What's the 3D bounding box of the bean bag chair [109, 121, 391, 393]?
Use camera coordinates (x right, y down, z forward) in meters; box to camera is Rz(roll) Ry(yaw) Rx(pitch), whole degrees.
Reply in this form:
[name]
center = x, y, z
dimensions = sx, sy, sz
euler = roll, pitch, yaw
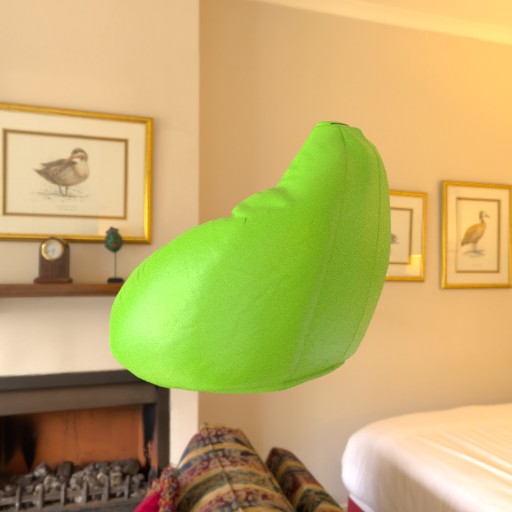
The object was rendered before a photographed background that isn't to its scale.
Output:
[bean bag chair]
center = 0.000, 0.000, 1.866
dimensions = 1.070, 0.990, 1.070
euler = -1, -2, 35
